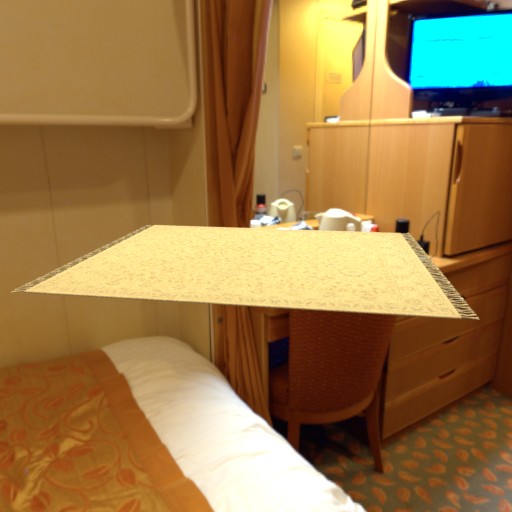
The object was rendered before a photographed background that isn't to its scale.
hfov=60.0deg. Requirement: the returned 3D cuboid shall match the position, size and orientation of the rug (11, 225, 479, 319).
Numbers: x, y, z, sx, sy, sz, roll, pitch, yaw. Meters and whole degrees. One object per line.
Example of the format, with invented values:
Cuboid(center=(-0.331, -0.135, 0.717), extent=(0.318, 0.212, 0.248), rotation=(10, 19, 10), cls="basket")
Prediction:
Cuboid(center=(0.000, 0.000, 3.962), extent=(3.043, 0.013, 2.444), rotation=(2, 15, 9), cls="rug")
